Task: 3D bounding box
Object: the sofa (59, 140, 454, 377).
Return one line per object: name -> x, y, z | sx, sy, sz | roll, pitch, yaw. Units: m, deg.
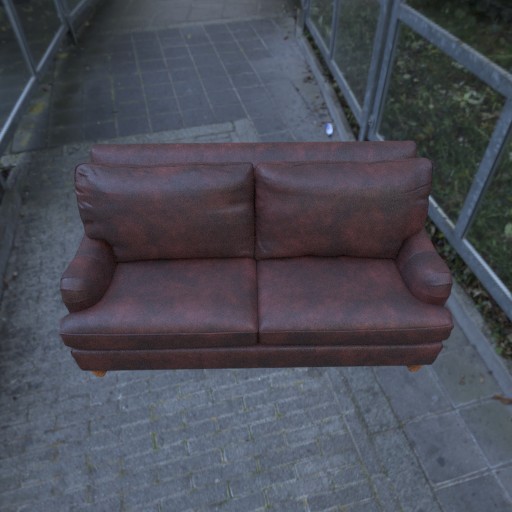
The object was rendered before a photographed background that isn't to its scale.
sofa -> 0.000, 0.000, 2.719 | 2.144, 1.071, 1.147 | -1, 46, -1
